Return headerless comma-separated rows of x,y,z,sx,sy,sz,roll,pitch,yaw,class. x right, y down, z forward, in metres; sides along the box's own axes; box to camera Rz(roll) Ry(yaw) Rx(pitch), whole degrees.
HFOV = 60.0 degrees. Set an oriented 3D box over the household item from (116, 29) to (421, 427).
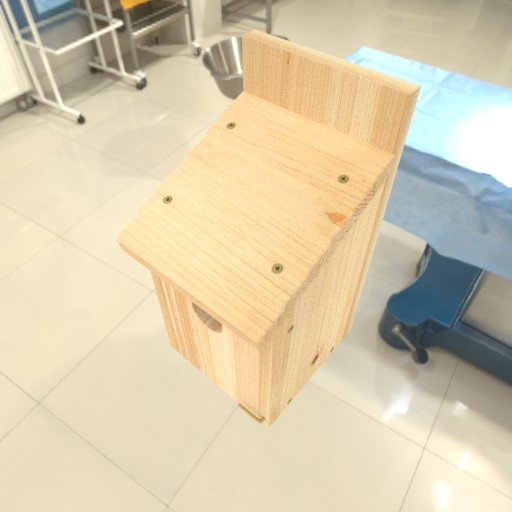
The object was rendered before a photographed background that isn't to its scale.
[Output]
0.000,0.000,0.395,0.149,0.300,0.171,32,55,26,household item
